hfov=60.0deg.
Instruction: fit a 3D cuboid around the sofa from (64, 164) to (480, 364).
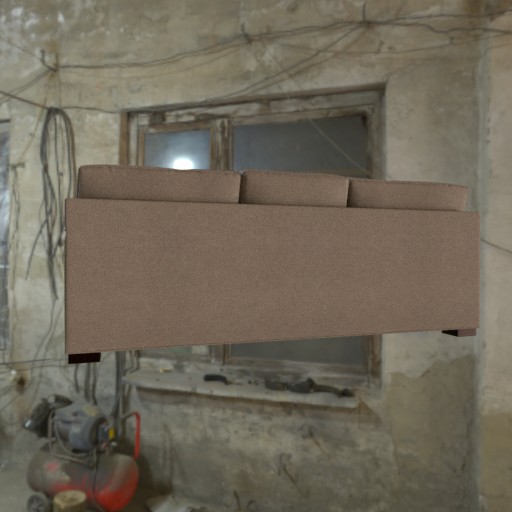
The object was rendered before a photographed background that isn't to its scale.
[{"bbox_3d":[0.000,0.000,2.792,2.087,0.861,1.496,0,1,-17],"label":"sofa"}]
